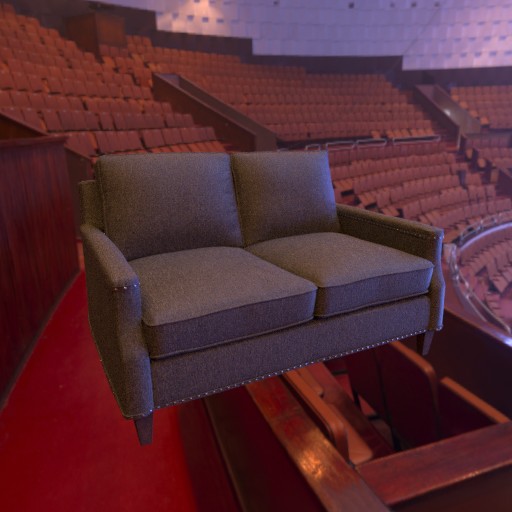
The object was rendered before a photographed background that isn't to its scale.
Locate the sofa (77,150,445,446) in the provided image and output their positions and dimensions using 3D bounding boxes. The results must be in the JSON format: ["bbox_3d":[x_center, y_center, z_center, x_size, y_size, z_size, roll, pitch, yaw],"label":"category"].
[{"bbox_3d":[0.000,0.000,2.236,1.597,1.003,1.084,-8,18,-26],"label":"sofa"}]
